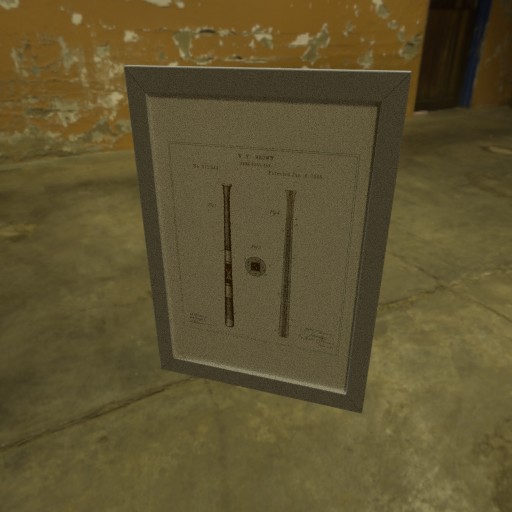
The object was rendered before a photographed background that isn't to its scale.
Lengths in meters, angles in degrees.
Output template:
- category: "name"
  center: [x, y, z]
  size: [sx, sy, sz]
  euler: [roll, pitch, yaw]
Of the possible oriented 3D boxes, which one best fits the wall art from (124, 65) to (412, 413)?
- category: "wall art"
  center: [0.000, 0.000, 0.676]
  size: [0.374, 0.529, 0.012]
  euler: [8, 28, 15]
